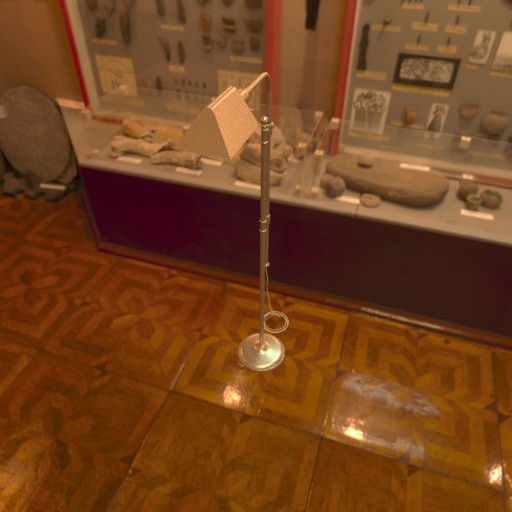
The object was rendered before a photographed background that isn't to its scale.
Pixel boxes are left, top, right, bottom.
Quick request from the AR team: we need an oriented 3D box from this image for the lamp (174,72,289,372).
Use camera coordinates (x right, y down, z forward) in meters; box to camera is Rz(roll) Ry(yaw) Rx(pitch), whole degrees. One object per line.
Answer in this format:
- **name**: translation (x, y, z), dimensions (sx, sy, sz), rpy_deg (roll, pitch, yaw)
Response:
- **lamp**: translation (0.000, 0.000, 1.889), dimensions (0.256, 1.571, 0.813), rpy_deg (14, 43, 15)
